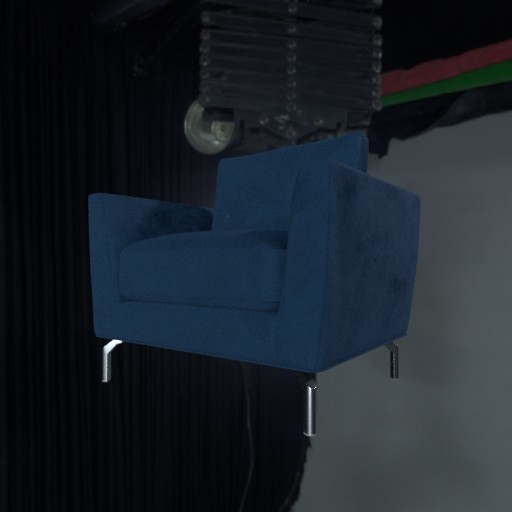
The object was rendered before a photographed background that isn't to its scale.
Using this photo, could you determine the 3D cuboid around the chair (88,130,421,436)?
[{"bbox_3d":[0.000,0.000,1.606,0.977,0.893,0.746,-1,-1,36],"label":"chair"}]
